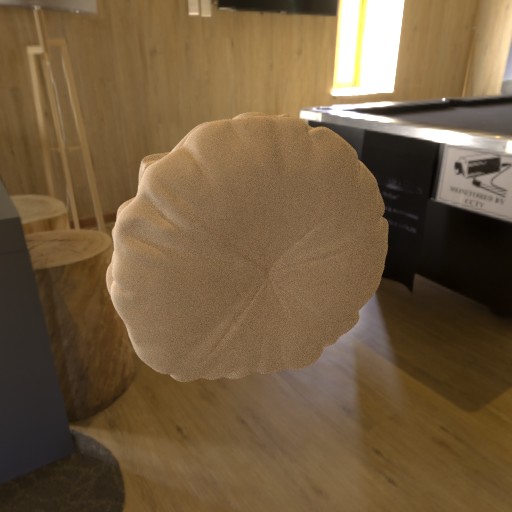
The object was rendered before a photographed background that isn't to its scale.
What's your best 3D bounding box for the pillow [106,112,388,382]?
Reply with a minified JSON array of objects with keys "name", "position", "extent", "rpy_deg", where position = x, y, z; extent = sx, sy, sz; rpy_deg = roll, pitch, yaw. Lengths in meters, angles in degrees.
[{"name":"pillow","position":[0.000,0.000,0.657],"extent":[0.428,0.407,0.148],"rpy_deg":[-8,26,-17]}]
